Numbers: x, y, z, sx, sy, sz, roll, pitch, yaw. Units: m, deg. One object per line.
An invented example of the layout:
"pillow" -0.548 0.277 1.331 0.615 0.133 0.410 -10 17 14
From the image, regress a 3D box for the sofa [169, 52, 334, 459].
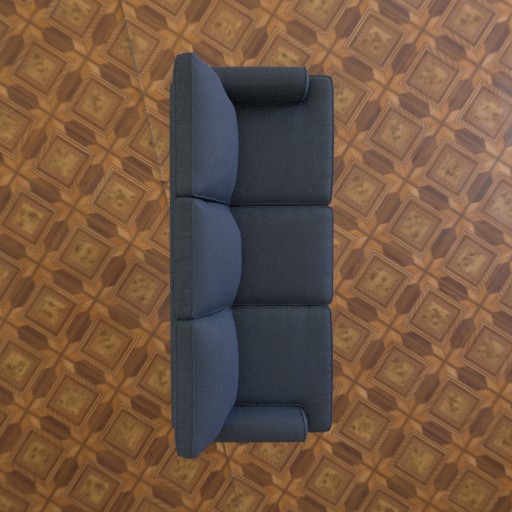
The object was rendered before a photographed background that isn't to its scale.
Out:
"sofa" 0.000 0.000 2.630 0.951 0.965 2.158 0 91 0
